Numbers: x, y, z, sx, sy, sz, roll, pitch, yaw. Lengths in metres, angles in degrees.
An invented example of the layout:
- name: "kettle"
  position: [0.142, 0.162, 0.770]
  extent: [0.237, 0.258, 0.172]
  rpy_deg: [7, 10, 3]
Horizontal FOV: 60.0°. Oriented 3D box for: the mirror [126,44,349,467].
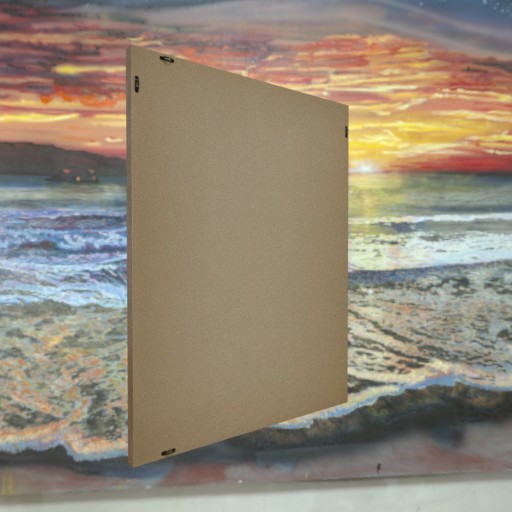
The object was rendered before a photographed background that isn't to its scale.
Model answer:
- name: "mirror"
  position: [0.000, 0.000, 1.302]
  extent: [0.762, 1.016, 0.040]
  rpy_deg: [-1, 1, -37]
